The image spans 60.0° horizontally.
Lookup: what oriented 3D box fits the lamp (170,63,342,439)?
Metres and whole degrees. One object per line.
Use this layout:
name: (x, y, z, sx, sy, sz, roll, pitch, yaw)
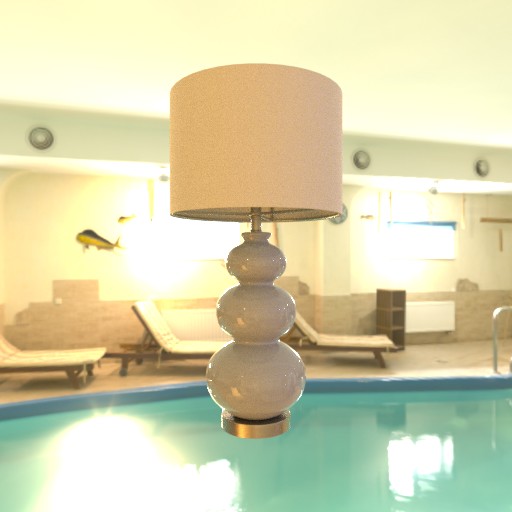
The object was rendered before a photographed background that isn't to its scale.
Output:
lamp: (0.000, 0.000, 0.959, 0.367, 0.730, 0.367, 0, 0, -35)
